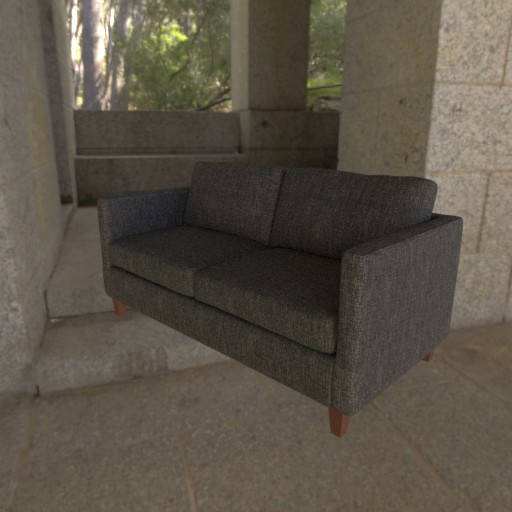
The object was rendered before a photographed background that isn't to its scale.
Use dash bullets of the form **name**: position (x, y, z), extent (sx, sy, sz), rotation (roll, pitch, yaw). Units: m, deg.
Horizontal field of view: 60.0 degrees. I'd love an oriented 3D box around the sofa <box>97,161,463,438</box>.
- **sofa**: position (0.000, 0.000, 2.474), extent (1.884, 0.963, 0.950), rotation (15, 22, 42)
